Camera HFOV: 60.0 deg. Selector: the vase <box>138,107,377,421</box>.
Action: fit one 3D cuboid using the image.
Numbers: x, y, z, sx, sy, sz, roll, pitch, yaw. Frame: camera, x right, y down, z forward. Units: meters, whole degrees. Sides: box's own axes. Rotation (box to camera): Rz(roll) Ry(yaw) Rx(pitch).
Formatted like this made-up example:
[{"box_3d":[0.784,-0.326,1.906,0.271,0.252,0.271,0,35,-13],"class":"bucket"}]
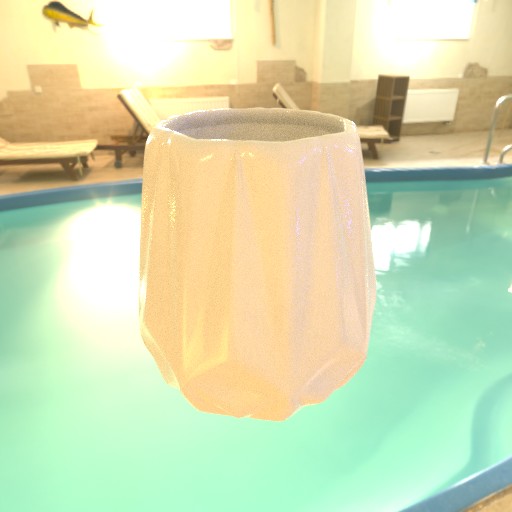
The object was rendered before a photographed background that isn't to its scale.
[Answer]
[{"box_3d":[0.000,0.000,0.257,0.141,0.152,0.141,0,26,0],"class":"vase"}]
